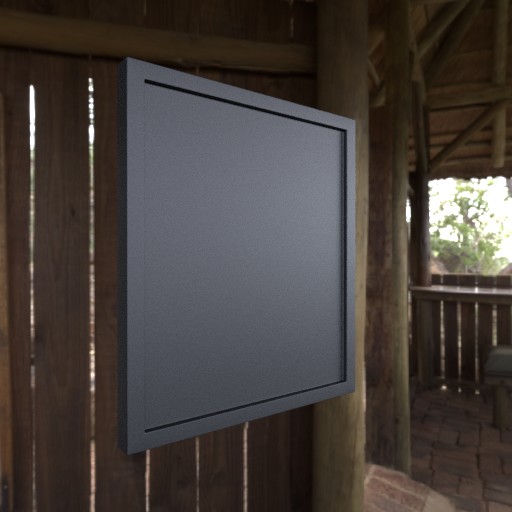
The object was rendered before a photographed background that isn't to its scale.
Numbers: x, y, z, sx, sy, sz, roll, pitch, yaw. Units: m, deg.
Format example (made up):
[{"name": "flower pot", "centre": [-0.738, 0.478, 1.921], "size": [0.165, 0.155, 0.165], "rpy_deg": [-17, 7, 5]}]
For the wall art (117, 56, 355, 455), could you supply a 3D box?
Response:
[{"name": "wall art", "centre": [0.000, 0.000, 0.531], "size": [0.328, 0.381, 0.028], "rpy_deg": [0, 0, -37]}]
